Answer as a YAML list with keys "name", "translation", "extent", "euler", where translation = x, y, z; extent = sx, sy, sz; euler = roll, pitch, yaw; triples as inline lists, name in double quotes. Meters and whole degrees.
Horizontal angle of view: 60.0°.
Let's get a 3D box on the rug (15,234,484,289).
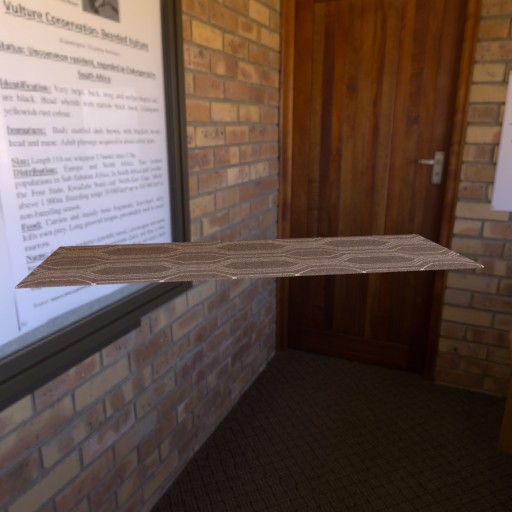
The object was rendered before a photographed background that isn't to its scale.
- name: "rug"
  translation: [0.000, 0.000, 2.669]
  extent: [2.464, 0.012, 0.773]
  euler: [-2, 16, -8]
